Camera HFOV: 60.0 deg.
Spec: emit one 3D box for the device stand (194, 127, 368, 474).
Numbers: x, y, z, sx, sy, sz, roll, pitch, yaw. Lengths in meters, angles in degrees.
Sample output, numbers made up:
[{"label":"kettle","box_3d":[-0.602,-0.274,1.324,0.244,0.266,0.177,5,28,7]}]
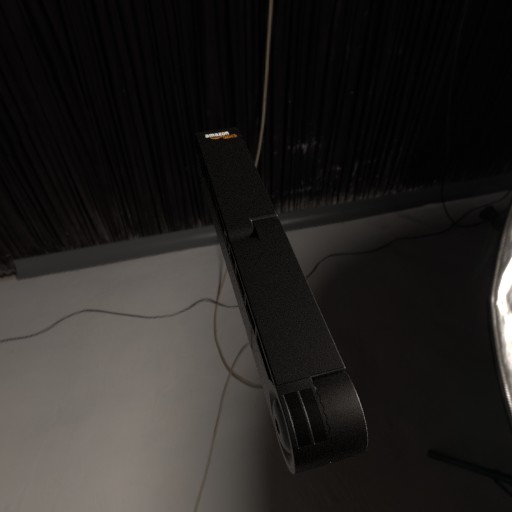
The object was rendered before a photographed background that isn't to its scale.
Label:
[{"label":"device stand","box_3d":[0.000,0.000,0.196,0.026,0.030,0.179,-11,49,-10]}]
